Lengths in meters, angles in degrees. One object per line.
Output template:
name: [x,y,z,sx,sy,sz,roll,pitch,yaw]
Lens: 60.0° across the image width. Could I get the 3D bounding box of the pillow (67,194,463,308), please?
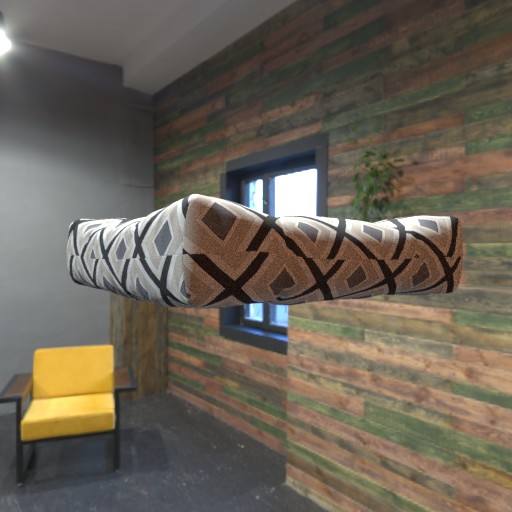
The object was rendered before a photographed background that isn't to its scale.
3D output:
pillow: [0.000,0.000,0.723,0.490,0.128,0.468,0,0,-36]
